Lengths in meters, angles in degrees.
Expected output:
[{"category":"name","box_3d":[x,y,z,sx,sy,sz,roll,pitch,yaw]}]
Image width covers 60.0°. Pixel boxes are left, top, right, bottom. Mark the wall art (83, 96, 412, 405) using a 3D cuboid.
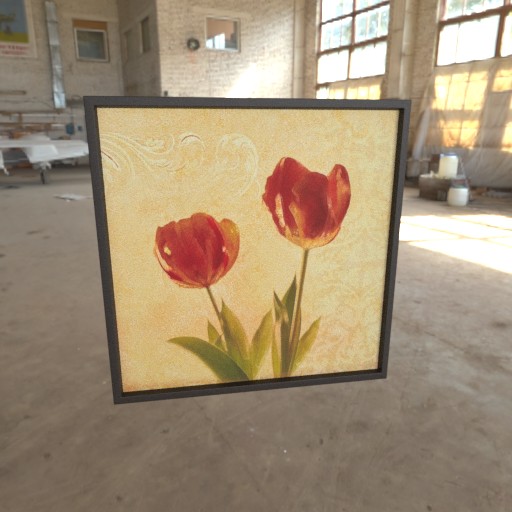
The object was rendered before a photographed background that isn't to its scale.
[{"category":"wall art","box_3d":[0.000,0.000,1.201,0.805,0.807,0.043,-3,16,-9]}]
